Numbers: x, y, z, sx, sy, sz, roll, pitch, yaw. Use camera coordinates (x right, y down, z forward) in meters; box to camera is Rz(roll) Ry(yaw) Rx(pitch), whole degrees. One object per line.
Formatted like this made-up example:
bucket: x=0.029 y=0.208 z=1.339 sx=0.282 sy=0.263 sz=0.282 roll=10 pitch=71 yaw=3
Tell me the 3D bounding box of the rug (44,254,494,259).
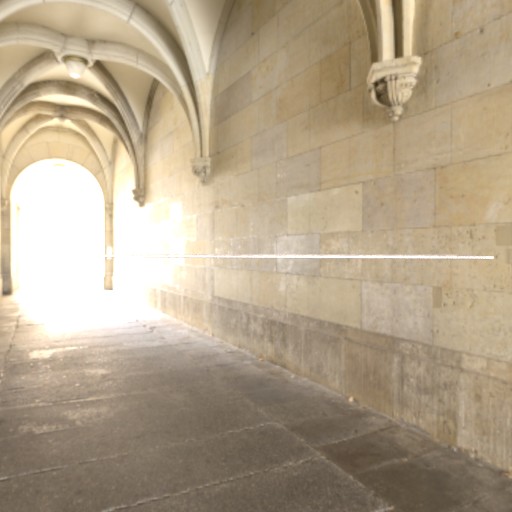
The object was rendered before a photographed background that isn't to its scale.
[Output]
rug: x=0.000 y=0.000 z=2.701 sx=2.452 sy=0.017 sz=0.855 roll=0 pitch=1 yaw=19
